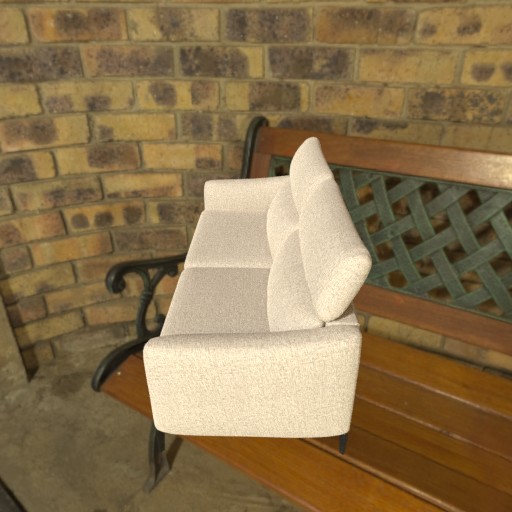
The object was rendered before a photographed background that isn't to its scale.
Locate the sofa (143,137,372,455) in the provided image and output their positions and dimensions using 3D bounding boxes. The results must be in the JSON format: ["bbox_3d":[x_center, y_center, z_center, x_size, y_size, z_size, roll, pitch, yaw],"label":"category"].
[{"bbox_3d":[0.000,0.000,2.516,0.856,0.956,2.015,0,28,1],"label":"sofa"}]
